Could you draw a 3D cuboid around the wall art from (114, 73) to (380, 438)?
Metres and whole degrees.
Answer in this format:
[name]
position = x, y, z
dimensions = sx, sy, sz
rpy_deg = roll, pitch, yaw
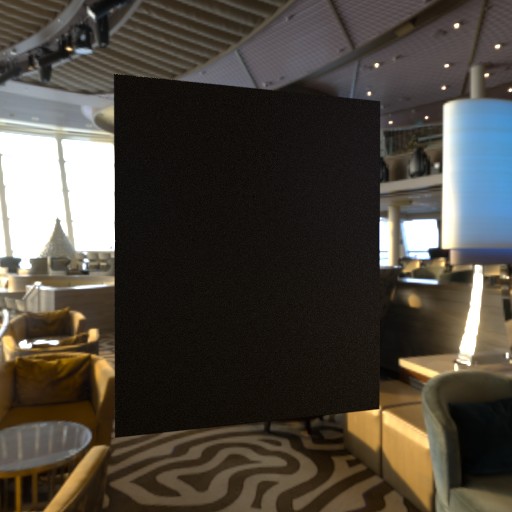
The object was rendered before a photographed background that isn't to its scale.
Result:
[wall art]
position = 0.000, 0.000, 0.752
dimensions = 0.457, 0.557, 0.028
rpy_deg = 0, 1, -16
